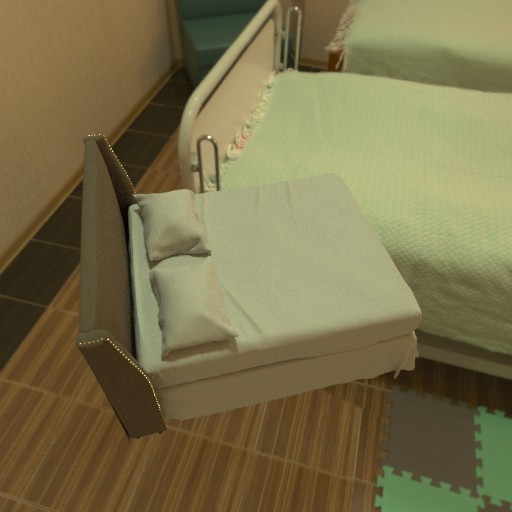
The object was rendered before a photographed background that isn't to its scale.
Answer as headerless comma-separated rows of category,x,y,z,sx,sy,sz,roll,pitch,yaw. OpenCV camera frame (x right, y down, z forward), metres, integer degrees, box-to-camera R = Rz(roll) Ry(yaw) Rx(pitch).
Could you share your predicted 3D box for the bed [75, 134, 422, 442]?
bed,0.000,0.000,3.416,2.276,1.332,1.925,-10,48,-9
